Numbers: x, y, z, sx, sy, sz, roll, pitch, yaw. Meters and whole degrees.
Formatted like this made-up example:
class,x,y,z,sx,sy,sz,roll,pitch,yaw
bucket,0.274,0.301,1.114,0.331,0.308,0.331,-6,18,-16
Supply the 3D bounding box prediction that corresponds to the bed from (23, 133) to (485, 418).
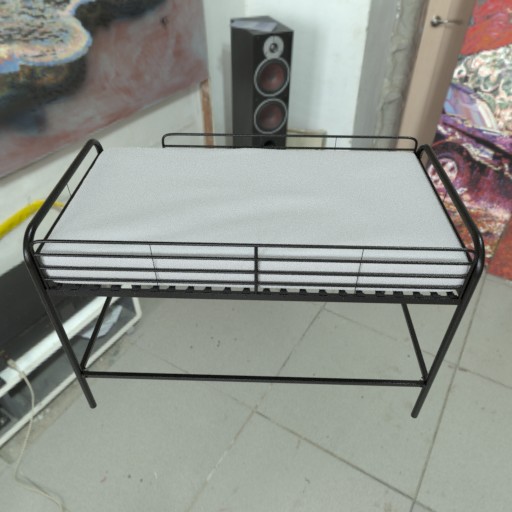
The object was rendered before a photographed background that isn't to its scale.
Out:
class,x,y,z,sx,sy,sz,roll,pitch,yaw
bed,0.000,0.000,2.755,1.968,1.289,1.393,1,41,1
